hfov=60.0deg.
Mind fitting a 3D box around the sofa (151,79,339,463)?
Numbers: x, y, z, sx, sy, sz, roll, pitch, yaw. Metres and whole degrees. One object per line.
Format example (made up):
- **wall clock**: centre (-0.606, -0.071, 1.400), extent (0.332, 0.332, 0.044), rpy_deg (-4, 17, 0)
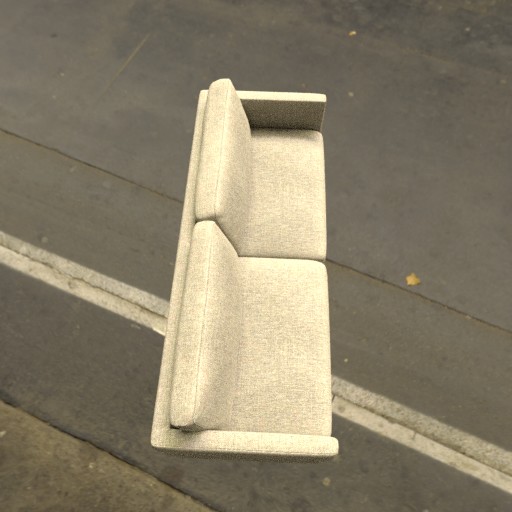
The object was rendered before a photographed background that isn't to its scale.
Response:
- **sofa**: centre (0.000, 0.000, 2.917), extent (0.948, 0.951, 2.434), rpy_deg (2, 63, 1)
